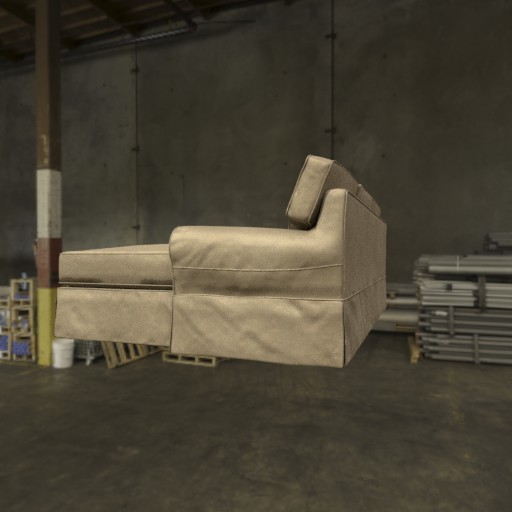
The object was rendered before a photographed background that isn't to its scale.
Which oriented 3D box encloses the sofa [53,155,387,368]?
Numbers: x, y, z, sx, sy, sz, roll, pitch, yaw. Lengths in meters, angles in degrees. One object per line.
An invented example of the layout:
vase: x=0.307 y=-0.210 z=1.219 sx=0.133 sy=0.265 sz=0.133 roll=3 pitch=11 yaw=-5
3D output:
sofa: x=0.000 y=0.000 z=3.339 sx=1.733 sy=0.978 sz=2.475 roll=0 pitch=0 yaw=21
